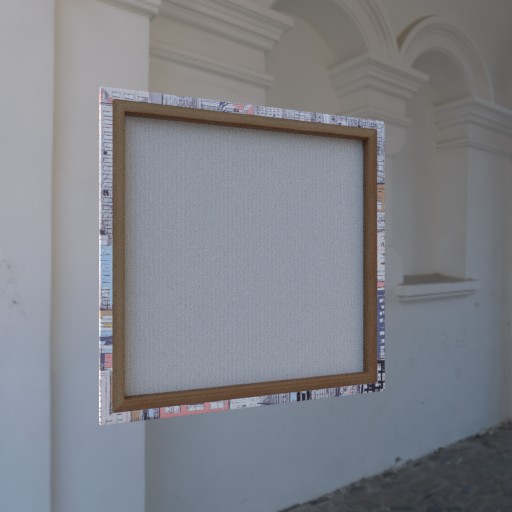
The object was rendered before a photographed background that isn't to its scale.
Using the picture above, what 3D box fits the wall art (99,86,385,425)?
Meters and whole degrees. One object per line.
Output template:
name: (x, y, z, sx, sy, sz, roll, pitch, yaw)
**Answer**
wall art: (0.000, 0.000, 1.143, 0.761, 0.762, 0.048, 0, 0, -20)
